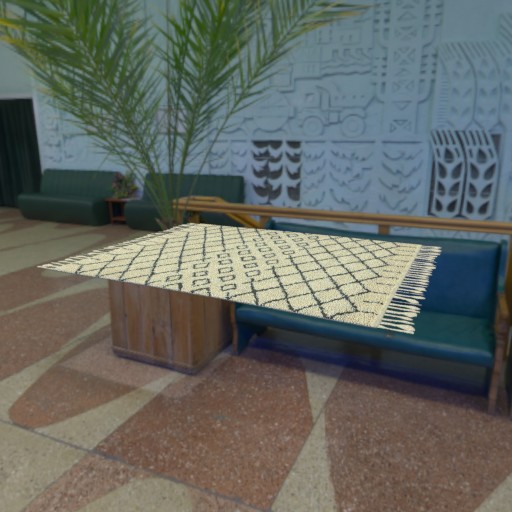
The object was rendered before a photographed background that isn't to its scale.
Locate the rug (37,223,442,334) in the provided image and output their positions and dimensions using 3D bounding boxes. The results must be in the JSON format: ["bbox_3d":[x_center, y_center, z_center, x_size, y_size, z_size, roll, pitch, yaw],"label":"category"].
[{"bbox_3d":[0.000,0.000,4.306,3.213,0.030,2.388,7,16,25],"label":"rug"}]
